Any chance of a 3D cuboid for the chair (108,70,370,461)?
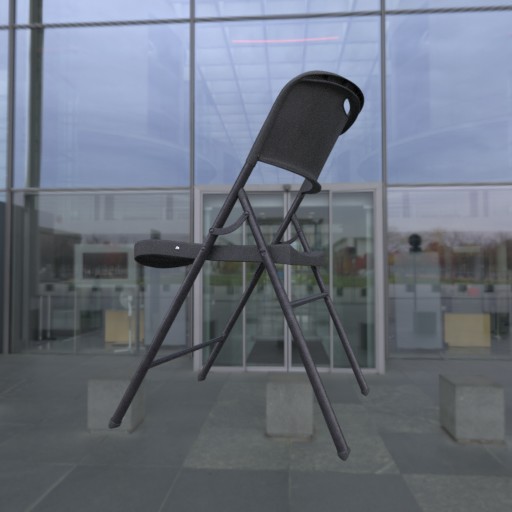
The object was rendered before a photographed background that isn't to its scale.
[{"bbox_3d":[0.000,0.000,1.181,0.567,0.810,0.494,-1,-2,19],"label":"chair"}]
